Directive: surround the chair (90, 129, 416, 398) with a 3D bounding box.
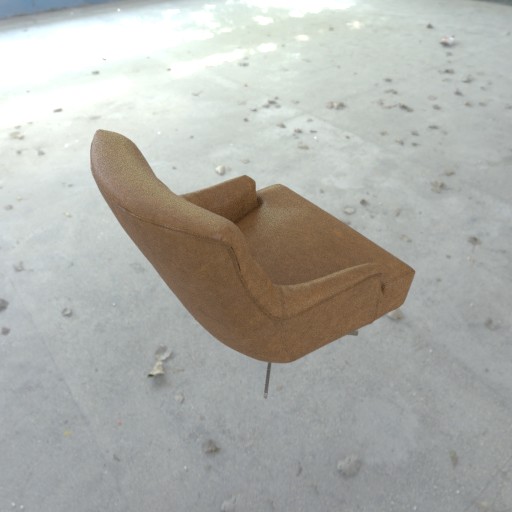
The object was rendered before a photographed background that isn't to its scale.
[{"bbox_3d":[0.000,0.000,1.499,0.874,0.869,0.729,-26,47,-28],"label":"chair"}]
